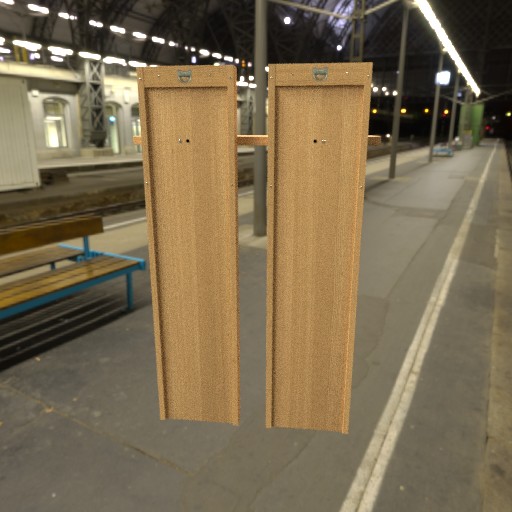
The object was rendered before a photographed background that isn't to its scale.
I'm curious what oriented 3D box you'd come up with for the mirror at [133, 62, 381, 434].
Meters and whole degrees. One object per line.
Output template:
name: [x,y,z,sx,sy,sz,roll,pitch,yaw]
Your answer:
mirror: [0.000,0.000,1.605,0.800,1.250,0.260,2,16,7]
